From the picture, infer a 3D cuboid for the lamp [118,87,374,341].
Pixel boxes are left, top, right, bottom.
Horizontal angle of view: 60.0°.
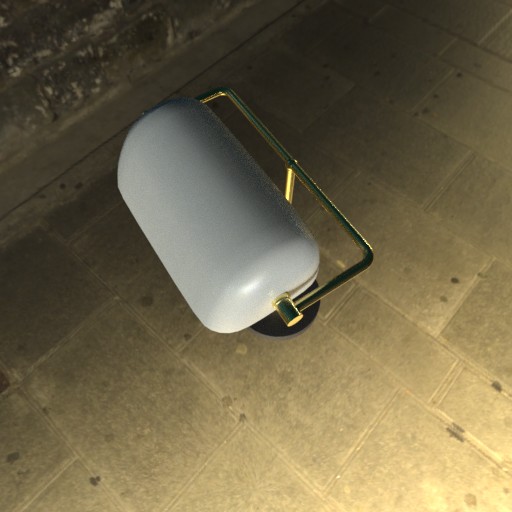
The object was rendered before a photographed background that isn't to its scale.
[{"bbox_3d":[0.000,0.000,0.559,0.227,0.404,0.269,-30,66,-15],"label":"lamp"}]
